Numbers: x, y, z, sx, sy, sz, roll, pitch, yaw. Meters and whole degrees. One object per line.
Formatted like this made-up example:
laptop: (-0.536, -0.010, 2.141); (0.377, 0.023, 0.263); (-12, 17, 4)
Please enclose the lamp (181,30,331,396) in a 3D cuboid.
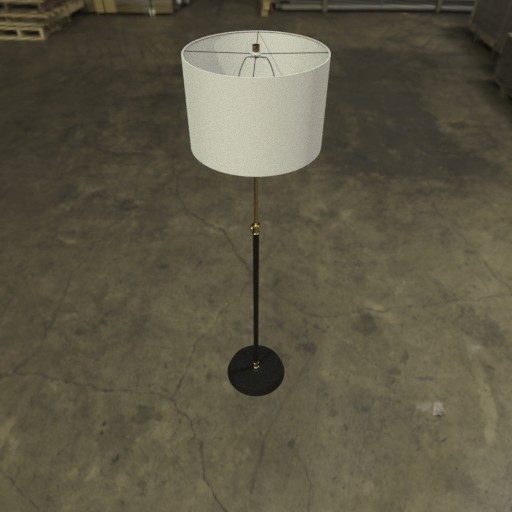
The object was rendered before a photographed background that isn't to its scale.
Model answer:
lamp: (0.000, 0.000, 1.696); (0.404, 1.517, 0.404); (1, 41, 1)
